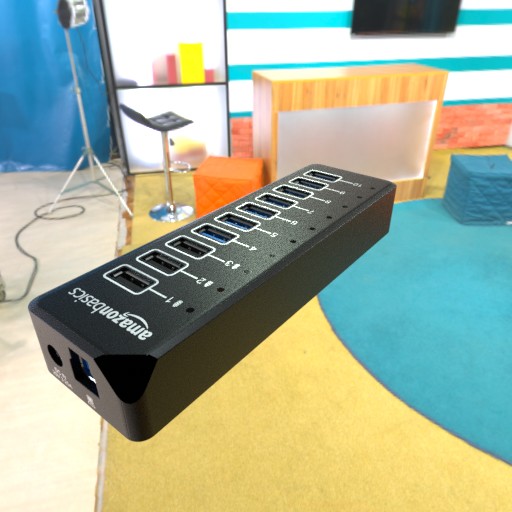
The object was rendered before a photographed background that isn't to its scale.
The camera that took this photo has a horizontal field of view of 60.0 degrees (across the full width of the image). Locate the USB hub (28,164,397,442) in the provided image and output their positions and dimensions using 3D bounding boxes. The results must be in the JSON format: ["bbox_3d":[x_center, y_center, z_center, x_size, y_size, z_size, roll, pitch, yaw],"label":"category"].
[{"bbox_3d":[0.000,0.000,0.160,0.044,0.023,0.145,22,37,32],"label":"USB hub"}]
